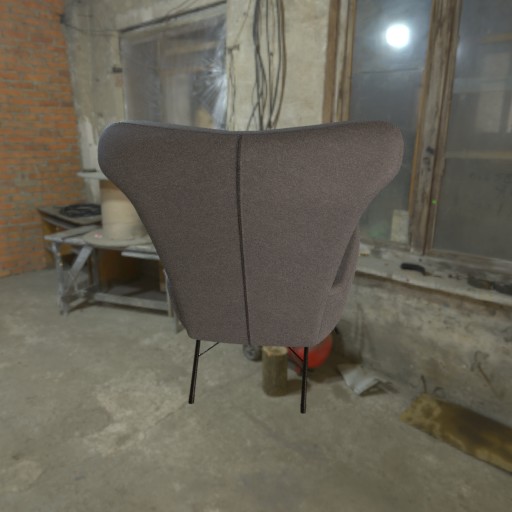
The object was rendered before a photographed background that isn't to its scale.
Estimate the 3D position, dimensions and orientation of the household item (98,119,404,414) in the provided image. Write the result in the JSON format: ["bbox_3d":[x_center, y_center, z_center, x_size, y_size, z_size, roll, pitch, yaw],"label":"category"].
[{"bbox_3d":[0.000,0.000,1.811,0.980,1.050,0.900,2,15,8],"label":"household item"}]
